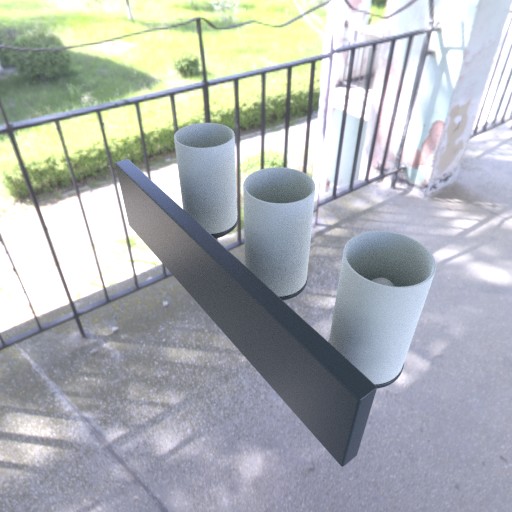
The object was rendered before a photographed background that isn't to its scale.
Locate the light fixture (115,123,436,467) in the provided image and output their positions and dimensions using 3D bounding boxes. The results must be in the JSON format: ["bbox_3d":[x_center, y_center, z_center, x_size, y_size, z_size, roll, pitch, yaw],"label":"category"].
[{"bbox_3d":[0.000,0.000,0.526,0.145,0.172,0.451,-25,46,-27],"label":"light fixture"}]
